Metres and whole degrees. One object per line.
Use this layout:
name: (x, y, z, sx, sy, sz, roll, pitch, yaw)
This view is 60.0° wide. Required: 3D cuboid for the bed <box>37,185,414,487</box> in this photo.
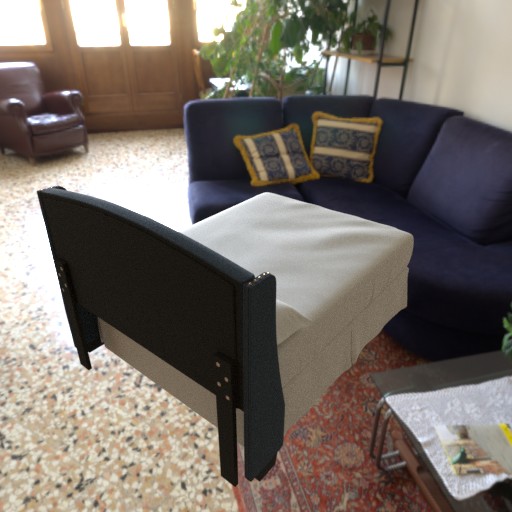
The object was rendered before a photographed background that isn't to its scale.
bed: (0.000, 0.000, 3.273, 1.710, 1.407, 2.237, 22, 36, 34)
